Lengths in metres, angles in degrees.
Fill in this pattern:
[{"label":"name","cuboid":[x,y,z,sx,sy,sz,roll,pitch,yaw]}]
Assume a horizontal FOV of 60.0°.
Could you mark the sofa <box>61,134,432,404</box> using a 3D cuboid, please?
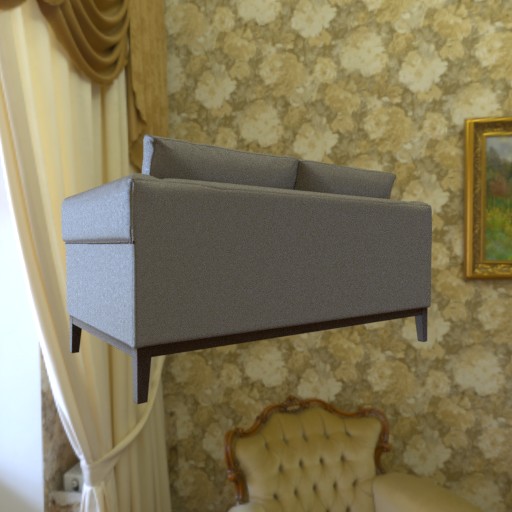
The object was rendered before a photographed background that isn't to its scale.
[{"label":"sofa","cuboid":[0.000,0.000,2.145,1.598,0.873,0.899,-1,2,-36]}]
